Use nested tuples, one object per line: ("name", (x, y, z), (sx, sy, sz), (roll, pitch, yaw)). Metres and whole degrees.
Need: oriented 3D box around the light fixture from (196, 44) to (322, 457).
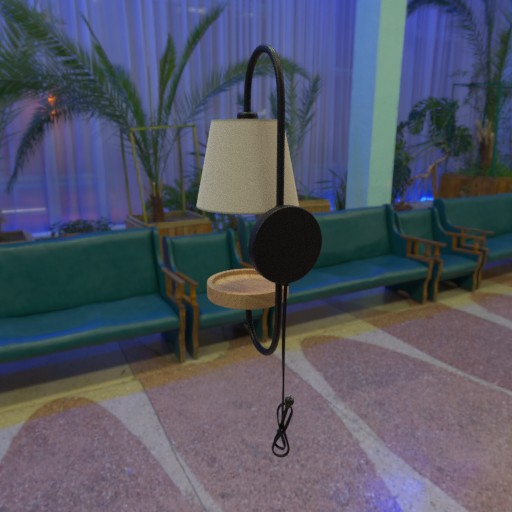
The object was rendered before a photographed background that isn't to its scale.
("light fixture", (0.000, 0.000, 0.948), (0.220, 0.821, 0.299), (-7, 17, -25))
